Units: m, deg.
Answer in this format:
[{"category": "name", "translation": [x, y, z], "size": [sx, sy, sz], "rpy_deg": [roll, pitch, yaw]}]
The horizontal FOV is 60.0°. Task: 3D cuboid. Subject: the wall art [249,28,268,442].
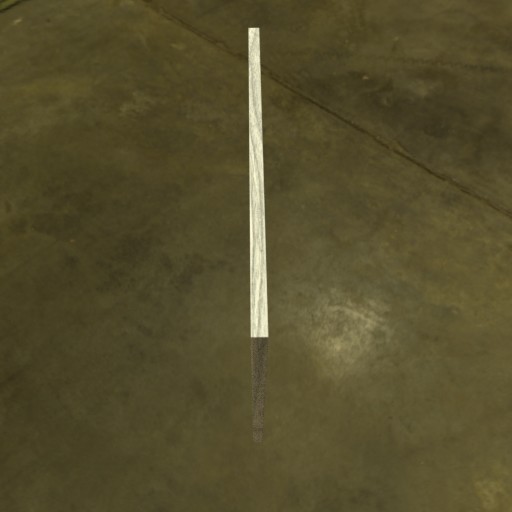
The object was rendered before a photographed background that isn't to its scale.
[{"category": "wall art", "translation": [0.000, 0.000, 0.758], "size": [0.016, 0.507, 0.508], "rpy_deg": [-1, 57, 0]}]
